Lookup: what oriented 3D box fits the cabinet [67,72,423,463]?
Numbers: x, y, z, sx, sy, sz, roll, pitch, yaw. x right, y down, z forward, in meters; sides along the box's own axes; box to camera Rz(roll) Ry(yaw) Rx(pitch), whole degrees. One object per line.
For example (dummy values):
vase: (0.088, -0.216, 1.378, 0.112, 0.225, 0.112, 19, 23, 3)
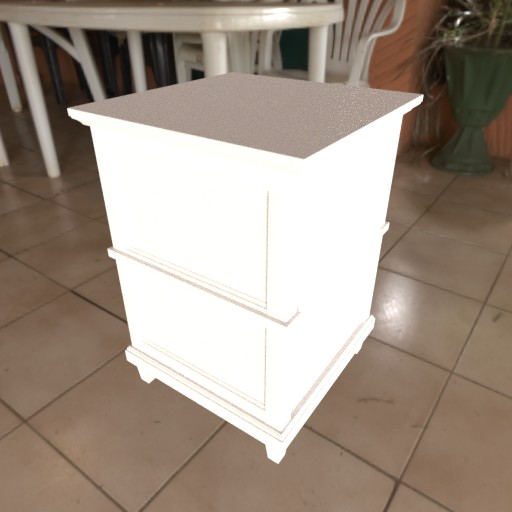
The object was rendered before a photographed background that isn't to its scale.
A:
cabinet: (0.000, 0.000, 1.147, 0.547, 0.775, 0.544, 20, 36, 29)
